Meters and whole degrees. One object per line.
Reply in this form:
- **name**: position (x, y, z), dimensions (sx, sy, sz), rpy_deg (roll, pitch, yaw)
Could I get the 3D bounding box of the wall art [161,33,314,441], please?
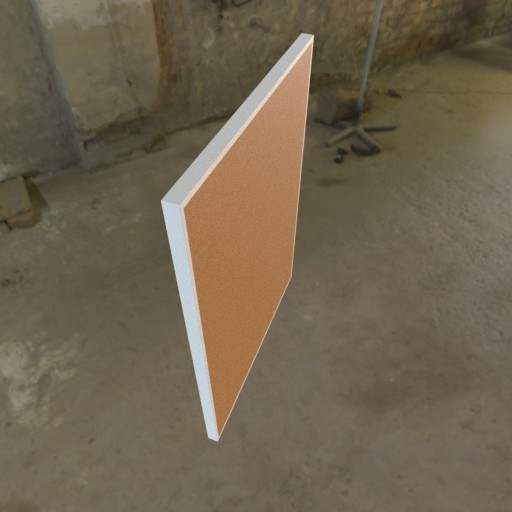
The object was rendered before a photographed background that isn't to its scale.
- **wall art**: position (0.000, 0.000, 1.385), dimensions (0.039, 1.050, 0.795), rpy_deg (16, 49, 15)
